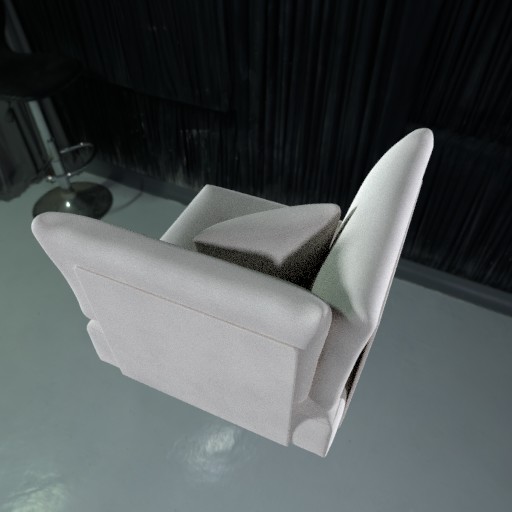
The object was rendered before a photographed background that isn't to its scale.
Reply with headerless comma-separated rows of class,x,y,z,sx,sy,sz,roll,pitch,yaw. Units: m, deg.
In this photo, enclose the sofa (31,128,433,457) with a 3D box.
sofa,0.000,0.000,1.707,1.000,0.820,1.000,18,49,16
